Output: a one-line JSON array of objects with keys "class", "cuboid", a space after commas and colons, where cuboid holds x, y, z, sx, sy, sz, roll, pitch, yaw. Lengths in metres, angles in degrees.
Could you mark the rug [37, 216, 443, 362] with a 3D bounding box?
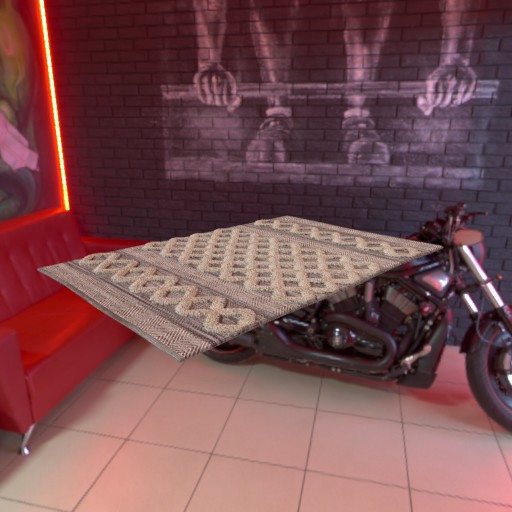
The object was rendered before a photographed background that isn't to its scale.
[{"class": "rug", "cuboid": [0.000, 0.000, 2.363, 1.823, 0.030, 1.222, -16, 23, -42]}]
